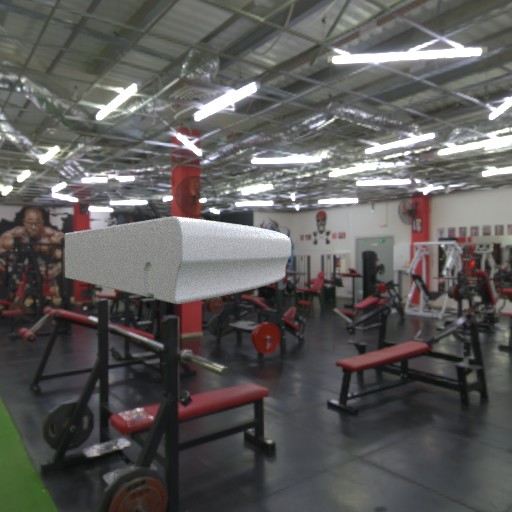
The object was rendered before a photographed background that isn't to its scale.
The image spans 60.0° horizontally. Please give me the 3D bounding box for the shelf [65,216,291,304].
[{"bbox_3d":[0.000,0.000,0.457,0.310,0.050,0.310,0,1,-34],"label":"shelf"}]
